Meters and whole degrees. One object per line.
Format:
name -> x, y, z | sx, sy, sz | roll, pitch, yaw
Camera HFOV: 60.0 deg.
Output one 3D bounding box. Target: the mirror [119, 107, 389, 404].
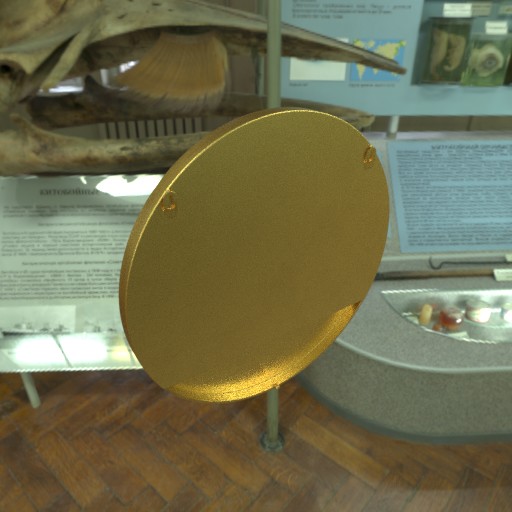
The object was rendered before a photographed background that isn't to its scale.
mirror -> 0.000, 0.000, 0.690 | 0.457, 0.457, 0.133 | -18, 34, -29
